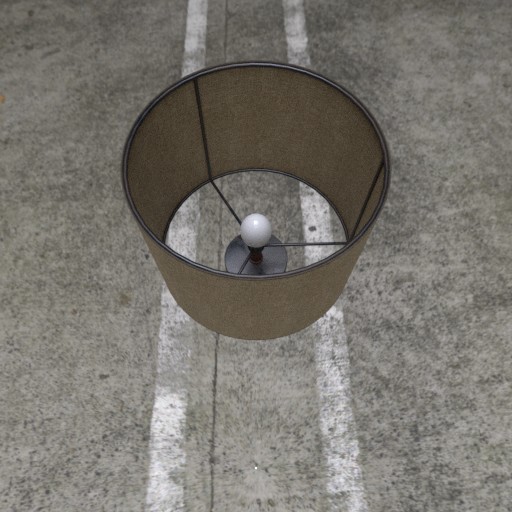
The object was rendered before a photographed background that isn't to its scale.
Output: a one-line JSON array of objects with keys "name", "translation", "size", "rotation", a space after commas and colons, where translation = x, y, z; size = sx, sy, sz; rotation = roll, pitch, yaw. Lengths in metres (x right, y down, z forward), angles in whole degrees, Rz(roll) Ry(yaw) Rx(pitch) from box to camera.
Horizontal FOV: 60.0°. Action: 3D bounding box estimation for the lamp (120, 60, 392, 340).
[{"name": "lamp", "translation": [0.000, 0.000, 0.490], "size": [0.202, 0.350, 0.202], "rotation": [0, 64, 0]}]
